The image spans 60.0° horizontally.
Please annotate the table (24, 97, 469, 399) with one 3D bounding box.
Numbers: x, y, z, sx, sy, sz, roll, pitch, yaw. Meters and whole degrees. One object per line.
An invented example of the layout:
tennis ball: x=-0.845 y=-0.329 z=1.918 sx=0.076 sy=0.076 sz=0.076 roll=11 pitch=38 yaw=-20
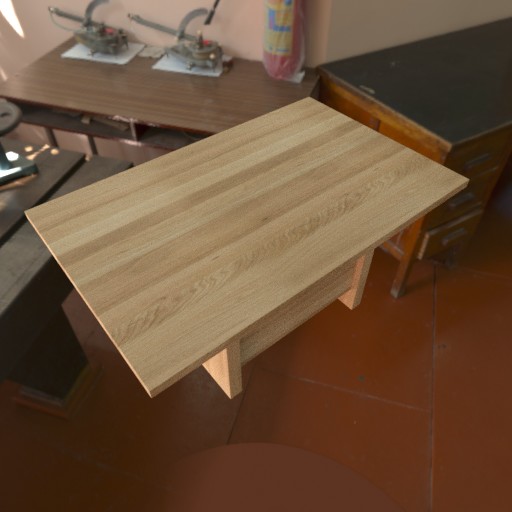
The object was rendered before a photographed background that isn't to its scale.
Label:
table: x=0.000 y=0.000 z=1.472 sx=1.100 sy=0.510 sz=0.700 roll=-30 pitch=53 yaw=-26
